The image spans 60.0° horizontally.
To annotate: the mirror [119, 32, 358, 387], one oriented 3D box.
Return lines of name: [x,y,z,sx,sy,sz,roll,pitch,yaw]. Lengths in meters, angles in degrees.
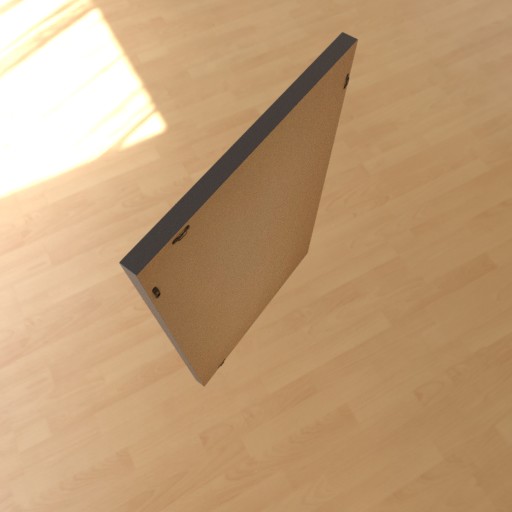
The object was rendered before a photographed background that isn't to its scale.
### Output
mirror: [0.000,0.000,1.150,0.040,0.915,0.609,34,69,15]
